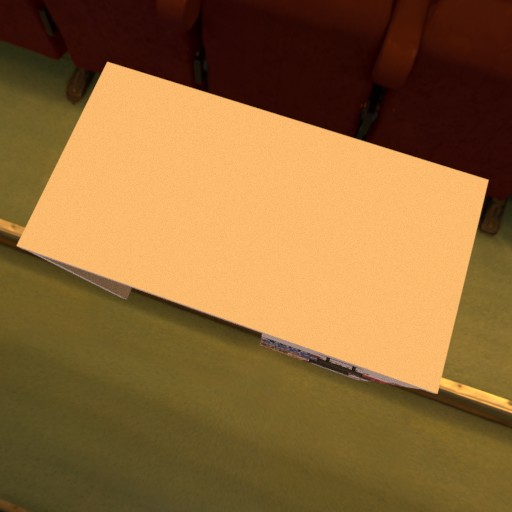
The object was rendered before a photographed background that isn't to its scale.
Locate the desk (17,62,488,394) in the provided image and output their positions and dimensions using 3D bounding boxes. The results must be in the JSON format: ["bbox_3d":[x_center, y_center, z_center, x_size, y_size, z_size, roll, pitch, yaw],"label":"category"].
[{"bbox_3d":[0.000,0.000,1.293,0.898,0.730,0.482,19,77,4],"label":"desk"}]
